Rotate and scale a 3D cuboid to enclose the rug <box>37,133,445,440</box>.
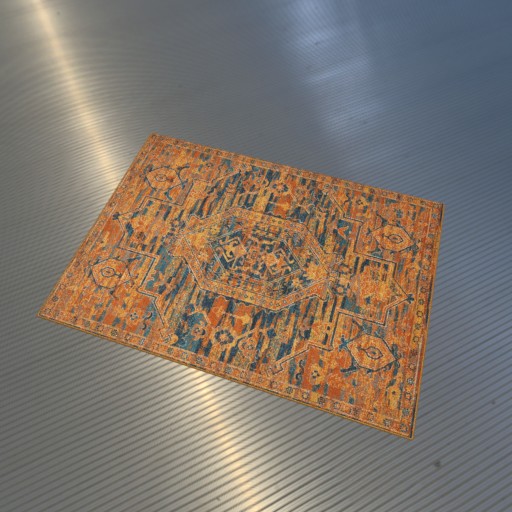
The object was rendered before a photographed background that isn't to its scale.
[{"bbox_3d":[0.000,0.000,2.819,2.204,0.024,1.588,16,60,9],"label":"rug"}]
